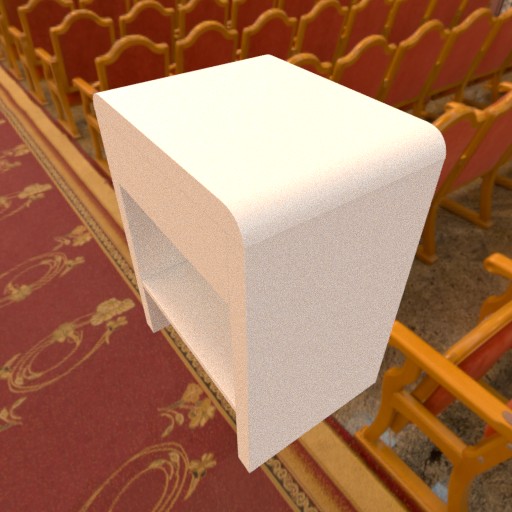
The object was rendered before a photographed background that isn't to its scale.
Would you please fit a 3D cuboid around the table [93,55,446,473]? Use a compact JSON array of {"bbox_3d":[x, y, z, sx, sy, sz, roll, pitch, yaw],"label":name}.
[{"bbox_3d":[0.000,0.000,0.855,0.350,0.590,0.450,-25,47,-26],"label":"table"}]
